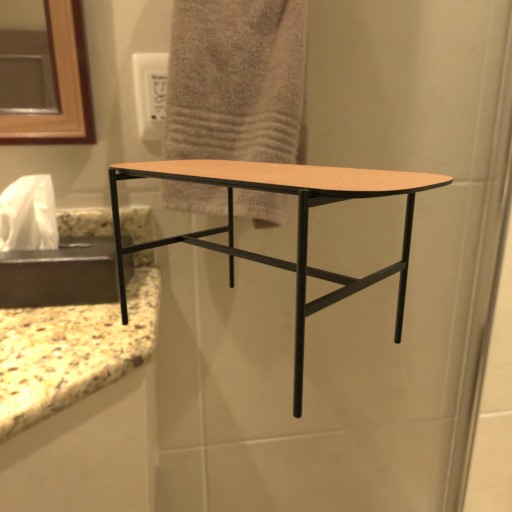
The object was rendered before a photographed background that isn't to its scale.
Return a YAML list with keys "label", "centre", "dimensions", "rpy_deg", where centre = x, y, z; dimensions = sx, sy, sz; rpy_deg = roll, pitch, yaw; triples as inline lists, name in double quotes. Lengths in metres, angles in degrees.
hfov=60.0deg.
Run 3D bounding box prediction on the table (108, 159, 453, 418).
- label: "table"
  centre: [0.000, 0.000, 1.044]
  dimensions: [0.800, 0.400, 0.400]
  rpy_deg: [14, 21, 41]
